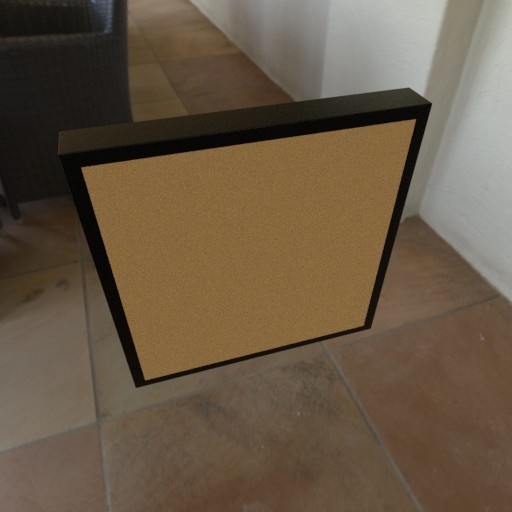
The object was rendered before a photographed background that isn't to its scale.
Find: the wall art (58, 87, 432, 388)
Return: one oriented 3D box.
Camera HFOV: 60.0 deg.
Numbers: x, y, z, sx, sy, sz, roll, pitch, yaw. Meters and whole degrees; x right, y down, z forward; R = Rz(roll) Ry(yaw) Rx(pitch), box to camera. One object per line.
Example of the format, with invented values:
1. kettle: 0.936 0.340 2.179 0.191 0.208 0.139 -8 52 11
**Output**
1. wall art: 0.000 0.000 0.454 0.299 0.299 0.037 -11 43 -12
